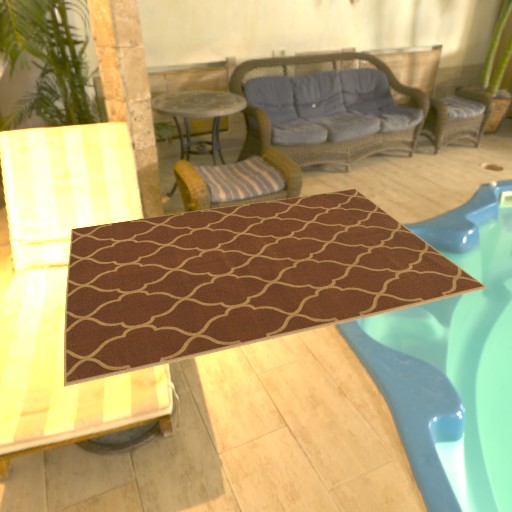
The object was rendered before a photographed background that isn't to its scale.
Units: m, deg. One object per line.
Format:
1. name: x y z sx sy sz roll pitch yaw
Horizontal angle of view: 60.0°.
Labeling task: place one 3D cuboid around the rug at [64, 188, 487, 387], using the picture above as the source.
1. rug: 0.000 0.000 2.838 2.290 0.014 1.526 -10 33 -16
